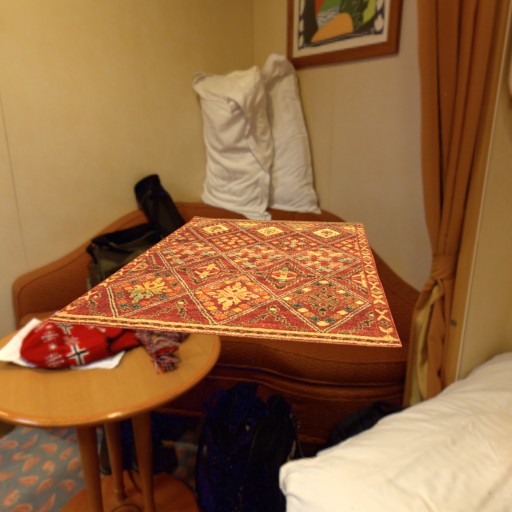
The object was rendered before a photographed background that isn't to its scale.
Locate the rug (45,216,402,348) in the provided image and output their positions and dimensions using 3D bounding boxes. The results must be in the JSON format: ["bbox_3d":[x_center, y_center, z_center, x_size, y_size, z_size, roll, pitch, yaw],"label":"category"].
[{"bbox_3d":[0.000,0.000,2.910,1.521,0.026,2.286,3,17,9],"label":"rug"}]
